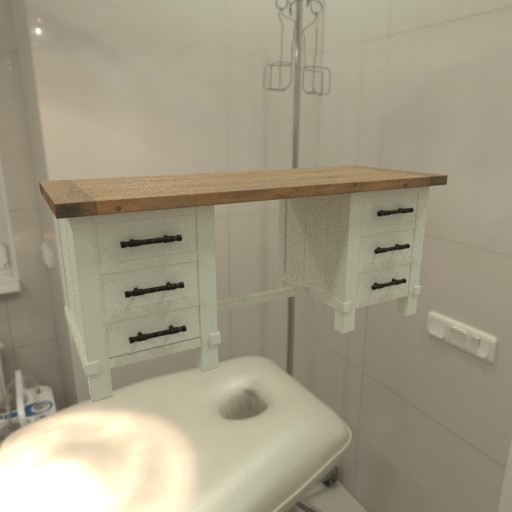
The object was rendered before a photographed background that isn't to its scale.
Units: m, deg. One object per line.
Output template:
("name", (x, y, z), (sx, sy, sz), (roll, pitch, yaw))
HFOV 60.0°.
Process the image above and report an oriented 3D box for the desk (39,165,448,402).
("desk", (0.000, 0.000, 2.187), (1.803, 0.760, 0.688), (-9, 18, -28))
